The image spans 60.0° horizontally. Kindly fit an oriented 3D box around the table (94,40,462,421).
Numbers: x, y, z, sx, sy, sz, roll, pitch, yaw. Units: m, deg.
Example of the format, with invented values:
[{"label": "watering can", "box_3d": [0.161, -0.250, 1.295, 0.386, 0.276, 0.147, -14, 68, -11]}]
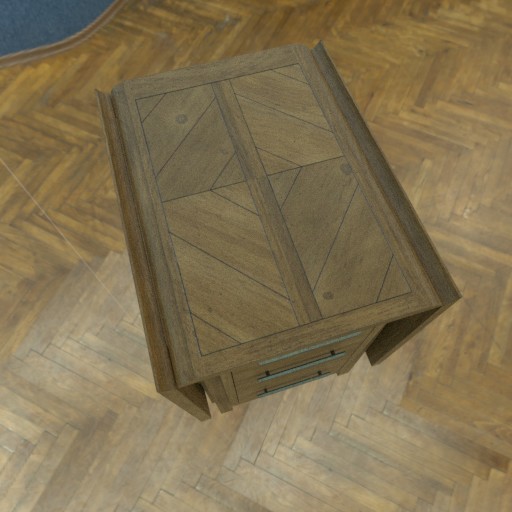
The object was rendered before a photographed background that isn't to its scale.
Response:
[{"label": "table", "box_3d": [0.000, 0.000, 1.295, 0.591, 0.763, 0.746, -16, 65, -7]}]
